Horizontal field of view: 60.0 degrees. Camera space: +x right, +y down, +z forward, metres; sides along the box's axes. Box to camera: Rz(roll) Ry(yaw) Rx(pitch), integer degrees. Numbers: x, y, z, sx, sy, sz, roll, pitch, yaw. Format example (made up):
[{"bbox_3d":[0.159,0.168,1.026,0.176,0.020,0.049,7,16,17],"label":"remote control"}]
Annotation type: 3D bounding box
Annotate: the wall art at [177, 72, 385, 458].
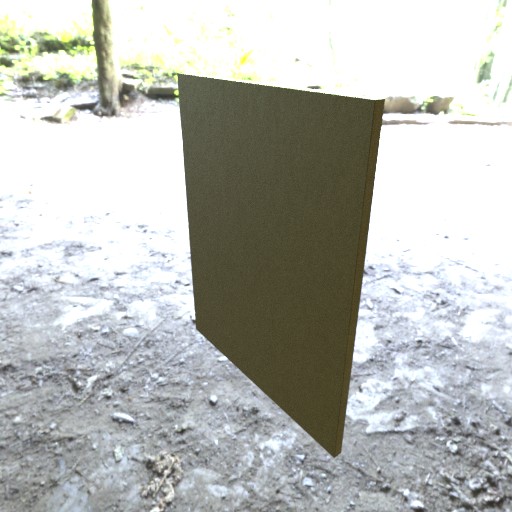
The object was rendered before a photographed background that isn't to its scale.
[{"bbox_3d":[0.000,0.000,1.370,0.030,1.002,0.798,-19,32,-33],"label":"wall art"}]
